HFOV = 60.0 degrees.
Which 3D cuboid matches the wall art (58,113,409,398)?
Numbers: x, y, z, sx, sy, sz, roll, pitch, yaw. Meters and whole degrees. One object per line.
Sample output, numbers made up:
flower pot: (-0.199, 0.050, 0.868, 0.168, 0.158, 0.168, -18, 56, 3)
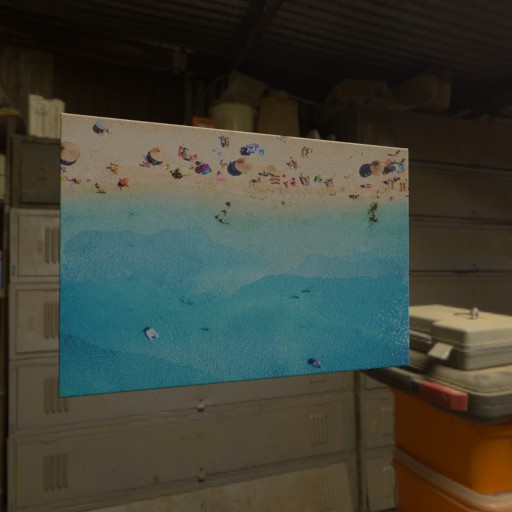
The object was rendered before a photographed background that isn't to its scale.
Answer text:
wall art: (0.000, 0.000, 1.401, 1.136, 0.769, 0.040, 0, -1, -20)
